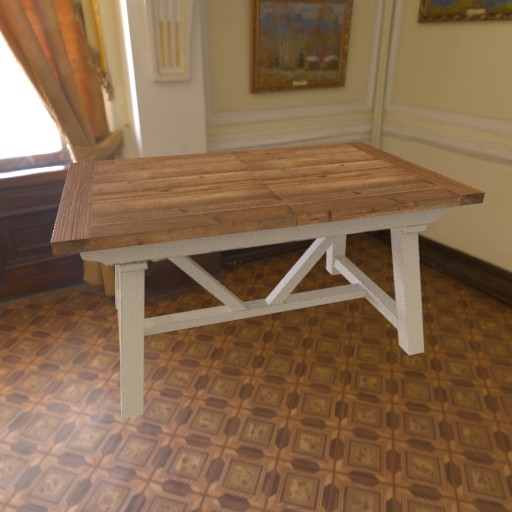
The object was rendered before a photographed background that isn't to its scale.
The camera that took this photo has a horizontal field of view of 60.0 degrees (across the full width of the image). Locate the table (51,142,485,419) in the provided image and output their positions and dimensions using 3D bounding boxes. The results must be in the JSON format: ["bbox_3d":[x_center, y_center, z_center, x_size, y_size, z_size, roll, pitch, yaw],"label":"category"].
[{"bbox_3d":[0.000,0.000,2.011,1.503,0.743,0.922,-8,27,-15],"label":"table"}]
